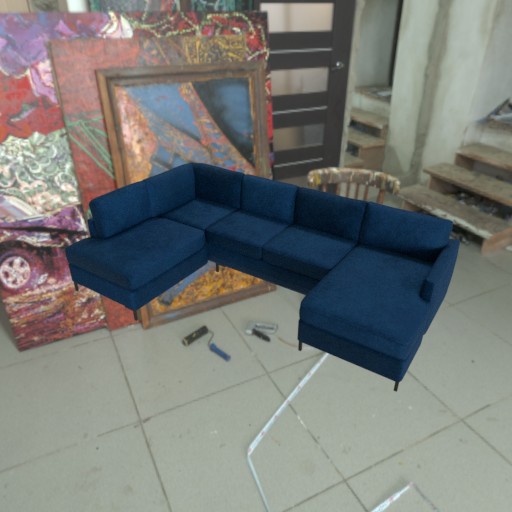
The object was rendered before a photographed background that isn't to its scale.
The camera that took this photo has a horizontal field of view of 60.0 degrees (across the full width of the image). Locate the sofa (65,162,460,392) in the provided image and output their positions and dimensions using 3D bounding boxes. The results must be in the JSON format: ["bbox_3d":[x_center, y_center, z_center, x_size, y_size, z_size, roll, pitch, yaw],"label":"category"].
[{"bbox_3d":[0.000,0.000,4.478,3.434,0.992,2.055,18,34,29],"label":"sofa"}]
